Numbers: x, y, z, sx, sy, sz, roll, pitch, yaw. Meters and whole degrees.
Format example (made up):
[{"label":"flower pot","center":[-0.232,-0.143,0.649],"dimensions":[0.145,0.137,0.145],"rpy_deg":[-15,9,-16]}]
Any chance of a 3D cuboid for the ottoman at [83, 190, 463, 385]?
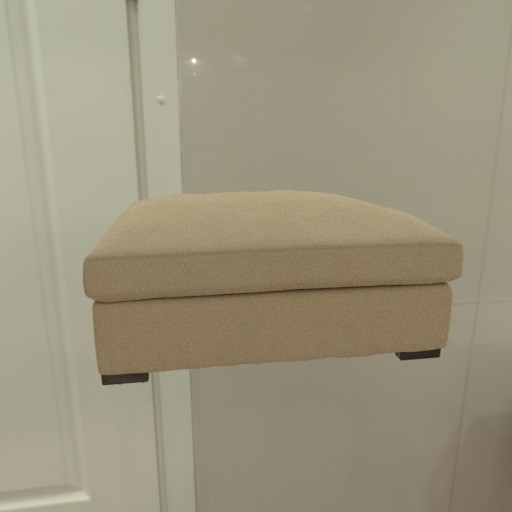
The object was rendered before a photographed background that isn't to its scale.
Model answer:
[{"label":"ottoman","center":[0.000,0.000,1.932],"dimensions":[1.205,0.522,1.190],"rpy_deg":[-2,14,-9]}]
